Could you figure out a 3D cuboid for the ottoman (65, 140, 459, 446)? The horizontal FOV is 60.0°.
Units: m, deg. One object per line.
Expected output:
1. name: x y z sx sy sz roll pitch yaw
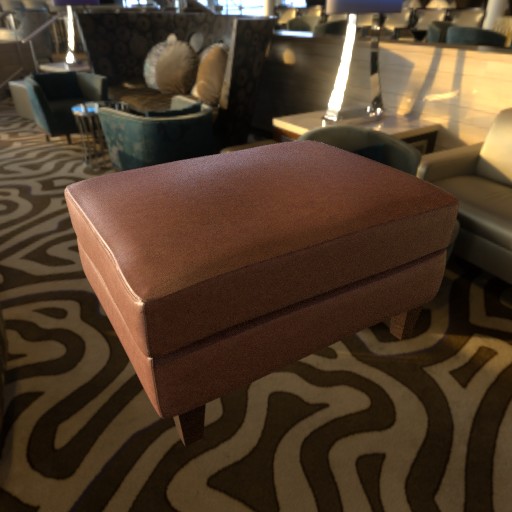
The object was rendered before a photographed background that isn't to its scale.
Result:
1. ottoman: 0.000 0.000 1.237 0.851 0.485 0.650 -17 34 -27
